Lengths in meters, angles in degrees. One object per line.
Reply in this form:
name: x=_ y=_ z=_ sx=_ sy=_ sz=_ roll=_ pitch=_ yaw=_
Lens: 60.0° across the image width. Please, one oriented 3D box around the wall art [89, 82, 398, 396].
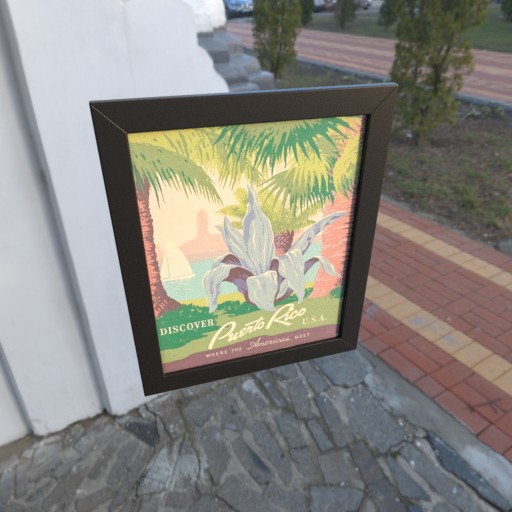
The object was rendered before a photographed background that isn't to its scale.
wall art: x=0.000 y=0.000 z=0.821 sx=0.481 sy=0.582 sz=0.018 roll=-9 pitch=32 yaw=-14
